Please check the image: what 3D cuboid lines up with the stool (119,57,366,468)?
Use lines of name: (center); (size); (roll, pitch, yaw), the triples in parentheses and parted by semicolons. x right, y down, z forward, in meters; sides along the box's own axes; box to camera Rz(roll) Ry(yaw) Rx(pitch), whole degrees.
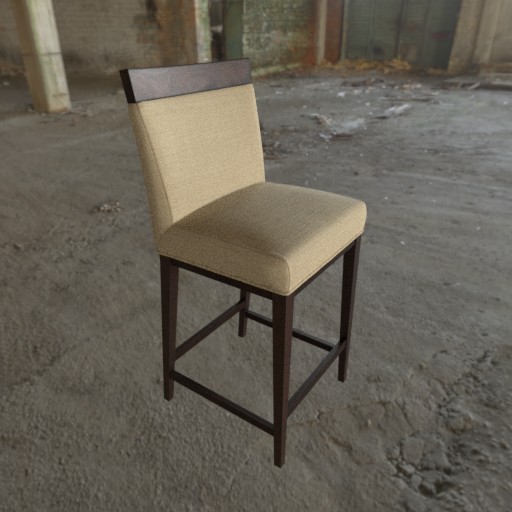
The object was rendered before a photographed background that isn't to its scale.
stool: (0.000, 0.000, 1.411); (0.531, 1.117, 0.511); (18, 32, 31)
